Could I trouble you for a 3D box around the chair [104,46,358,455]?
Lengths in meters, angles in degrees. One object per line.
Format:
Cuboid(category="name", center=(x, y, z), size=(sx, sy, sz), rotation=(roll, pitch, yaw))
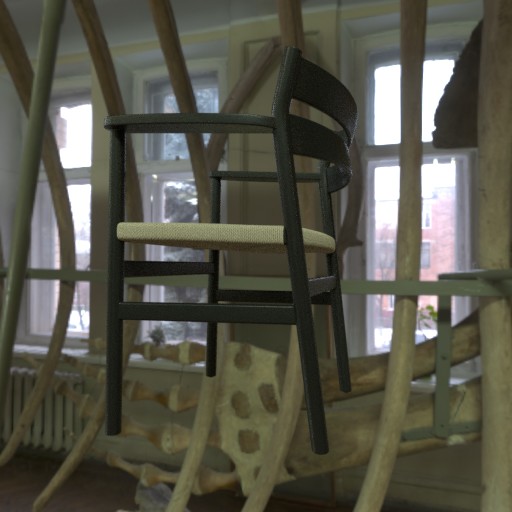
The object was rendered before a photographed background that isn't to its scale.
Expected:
Cuboid(category="chair", center=(0.000, 0.000, 1.131), size=(0.508, 0.775, 0.630), rotation=(0, -1, 18))
